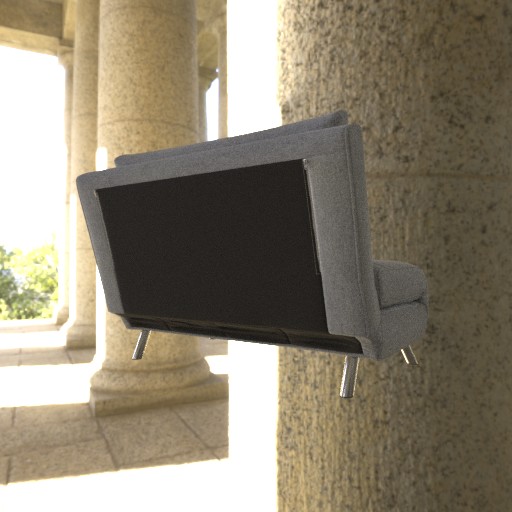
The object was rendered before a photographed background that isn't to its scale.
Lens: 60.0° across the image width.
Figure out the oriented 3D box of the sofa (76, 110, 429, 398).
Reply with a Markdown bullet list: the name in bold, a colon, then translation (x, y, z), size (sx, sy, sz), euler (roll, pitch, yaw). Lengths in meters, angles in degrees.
- **sofa**: translation (0.000, 0.000, 1.879), size (1.220, 0.910, 0.910), euler (-1, -1, 34)
